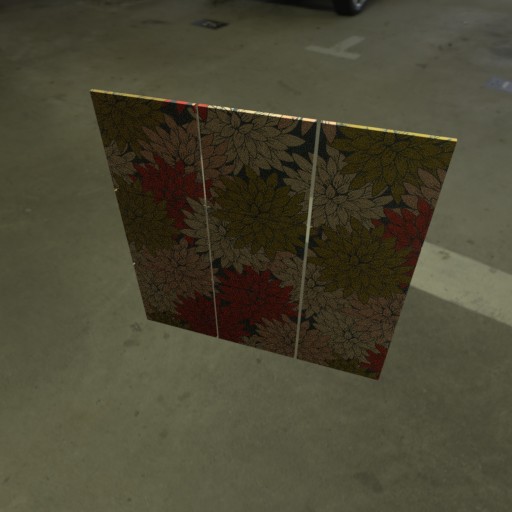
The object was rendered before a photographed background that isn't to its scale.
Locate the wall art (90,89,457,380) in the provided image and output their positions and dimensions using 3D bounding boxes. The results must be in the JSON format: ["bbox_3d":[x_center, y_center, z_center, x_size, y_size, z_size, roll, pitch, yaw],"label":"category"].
[{"bbox_3d":[0.000,0.000,1.356,0.904,0.913,0.013,12,43,13],"label":"wall art"}]
